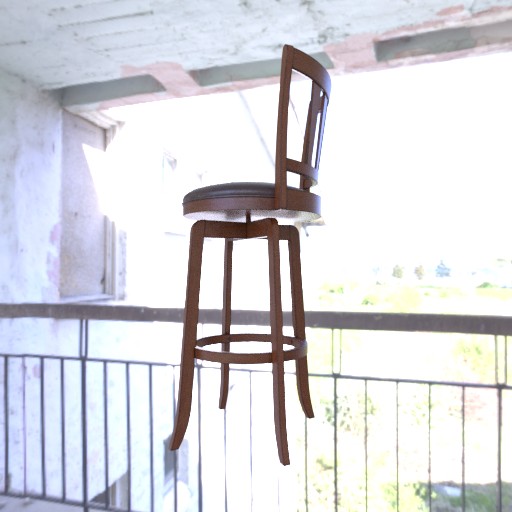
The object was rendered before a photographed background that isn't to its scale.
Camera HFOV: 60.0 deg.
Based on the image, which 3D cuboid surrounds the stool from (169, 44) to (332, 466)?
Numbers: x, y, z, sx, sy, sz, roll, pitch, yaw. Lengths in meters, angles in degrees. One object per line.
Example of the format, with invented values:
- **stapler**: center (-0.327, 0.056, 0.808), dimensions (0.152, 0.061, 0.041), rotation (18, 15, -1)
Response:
- **stool**: center (0.000, 0.000, 1.488), dimensions (0.503, 1.177, 0.464), rotation (0, -1, 17)
